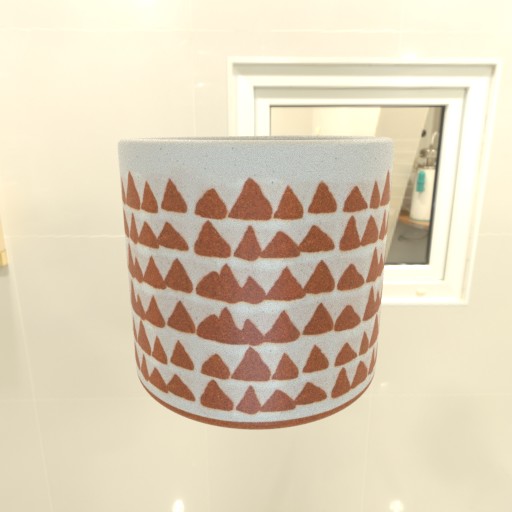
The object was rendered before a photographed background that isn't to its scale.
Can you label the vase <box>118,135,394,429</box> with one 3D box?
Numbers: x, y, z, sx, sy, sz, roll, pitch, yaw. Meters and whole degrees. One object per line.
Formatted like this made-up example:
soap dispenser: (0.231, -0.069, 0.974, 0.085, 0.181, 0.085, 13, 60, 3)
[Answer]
vase: (0.000, 0.000, 0.245, 0.137, 0.127, 0.137, 0, 16, 0)
